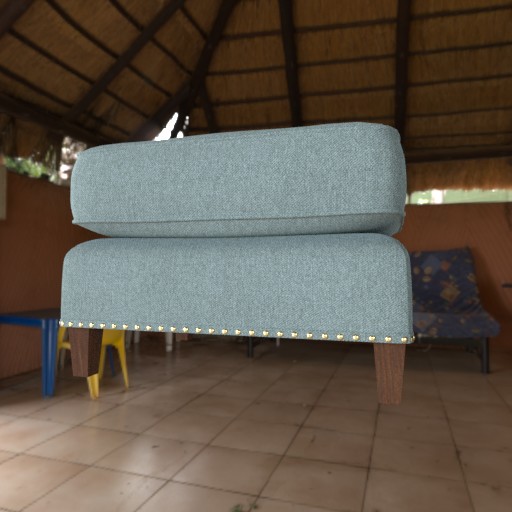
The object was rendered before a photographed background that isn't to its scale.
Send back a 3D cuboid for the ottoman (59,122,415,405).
[{"bbox_3d":[0.000,0.000,1.128,0.738,0.537,0.589,0,-1,17],"label":"ottoman"}]
